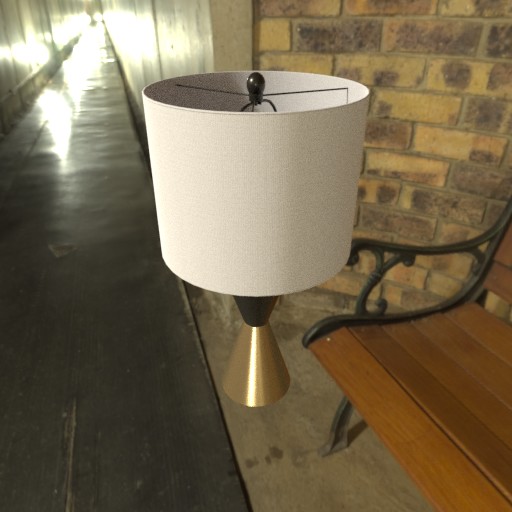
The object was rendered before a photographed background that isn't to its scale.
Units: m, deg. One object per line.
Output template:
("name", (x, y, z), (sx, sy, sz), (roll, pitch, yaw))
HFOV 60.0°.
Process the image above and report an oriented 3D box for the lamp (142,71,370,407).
("lamp", (0.000, 0.000, 0.740), (0.304, 0.573, 0.304), (20, 36, 30))
